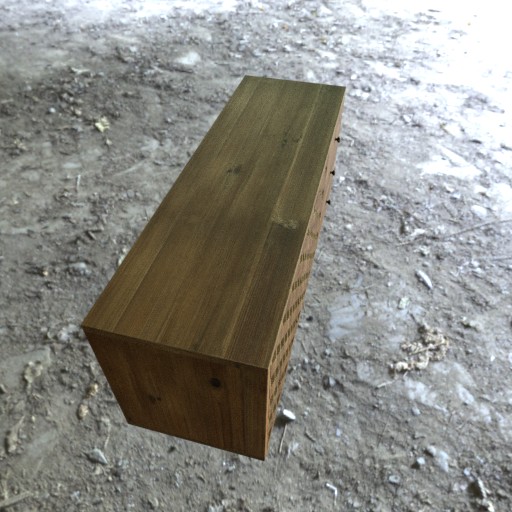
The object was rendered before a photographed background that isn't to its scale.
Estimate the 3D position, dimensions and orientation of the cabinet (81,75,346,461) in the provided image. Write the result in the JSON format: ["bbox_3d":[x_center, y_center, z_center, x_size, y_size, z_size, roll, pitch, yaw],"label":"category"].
[{"bbox_3d":[0.000,0.000,1.745,0.472,0.800,1.400,11,47,10],"label":"cabinet"}]
